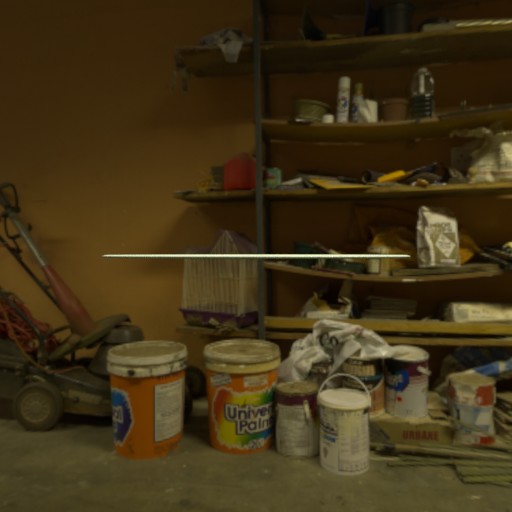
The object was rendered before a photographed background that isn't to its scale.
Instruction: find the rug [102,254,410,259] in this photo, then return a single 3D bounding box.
[{"bbox_3d":[0.000,0.000,2.423,1.593,0.012,1.593,0,0,0],"label":"rug"}]
